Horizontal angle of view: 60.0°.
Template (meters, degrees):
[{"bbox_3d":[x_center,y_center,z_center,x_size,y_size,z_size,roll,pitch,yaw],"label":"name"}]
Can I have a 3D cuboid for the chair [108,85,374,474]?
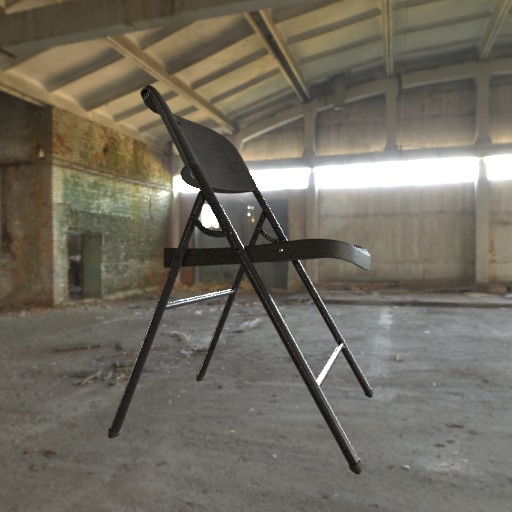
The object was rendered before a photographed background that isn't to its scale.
[{"bbox_3d":[0.000,0.000,1.136,0.567,0.810,0.494,0,0,17],"label":"chair"}]
